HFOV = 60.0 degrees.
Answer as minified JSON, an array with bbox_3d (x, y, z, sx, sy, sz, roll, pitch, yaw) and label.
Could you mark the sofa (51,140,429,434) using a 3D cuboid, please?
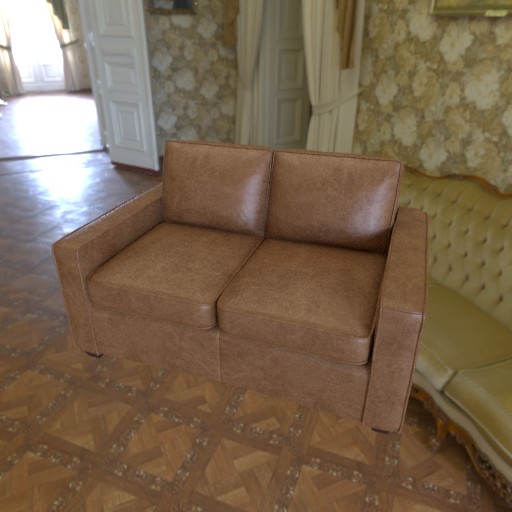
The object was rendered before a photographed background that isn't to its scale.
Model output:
[{"bbox_3d":[0.000,0.000,2.120,1.532,0.896,1.020,9,29,17],"label":"sofa"}]
